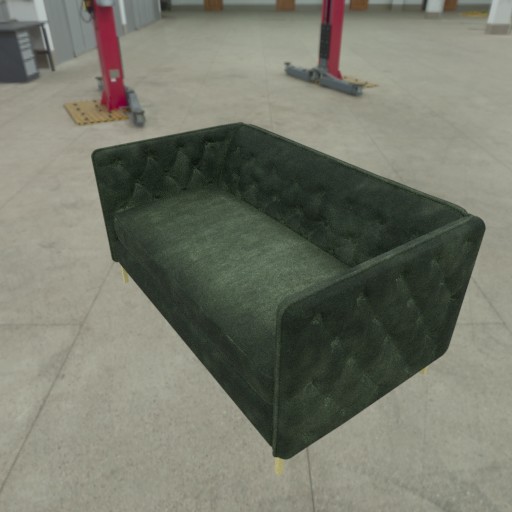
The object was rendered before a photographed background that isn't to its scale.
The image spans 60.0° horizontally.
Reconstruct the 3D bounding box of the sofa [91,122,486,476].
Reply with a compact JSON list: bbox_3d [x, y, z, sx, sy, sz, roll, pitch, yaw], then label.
[{"bbox_3d":[0.000,0.000,2.006,0.895,0.768,1.537,-21,38,-29],"label":"sofa"}]
